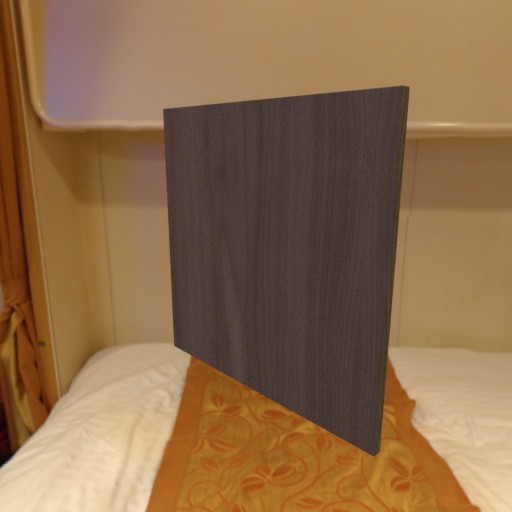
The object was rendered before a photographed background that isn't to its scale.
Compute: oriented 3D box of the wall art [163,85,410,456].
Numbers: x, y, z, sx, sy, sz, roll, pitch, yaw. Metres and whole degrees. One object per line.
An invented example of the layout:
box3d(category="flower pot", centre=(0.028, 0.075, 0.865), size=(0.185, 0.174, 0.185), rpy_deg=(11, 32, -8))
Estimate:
box3d(category="wall art", centre=(0.000, 0.000, 0.762), size=(0.016, 0.507, 0.508), rpy_deg=(-14, 20, -43))
